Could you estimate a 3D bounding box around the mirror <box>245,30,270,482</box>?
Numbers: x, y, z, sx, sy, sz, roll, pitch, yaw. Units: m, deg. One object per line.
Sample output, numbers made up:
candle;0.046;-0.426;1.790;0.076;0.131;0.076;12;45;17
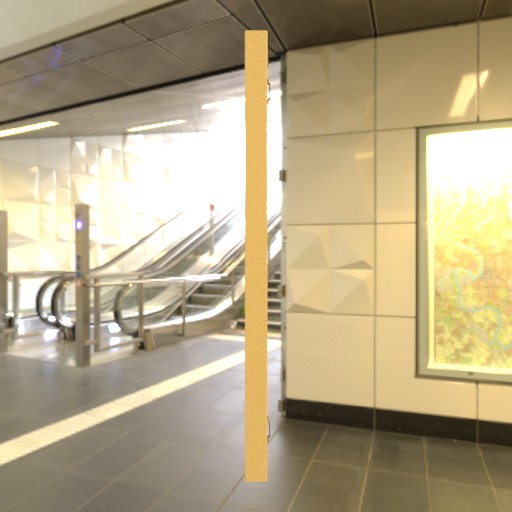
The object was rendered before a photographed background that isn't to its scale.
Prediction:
mirror;0.000;0.000;0.950;0.040;0.710;0.507;0;0;-1
